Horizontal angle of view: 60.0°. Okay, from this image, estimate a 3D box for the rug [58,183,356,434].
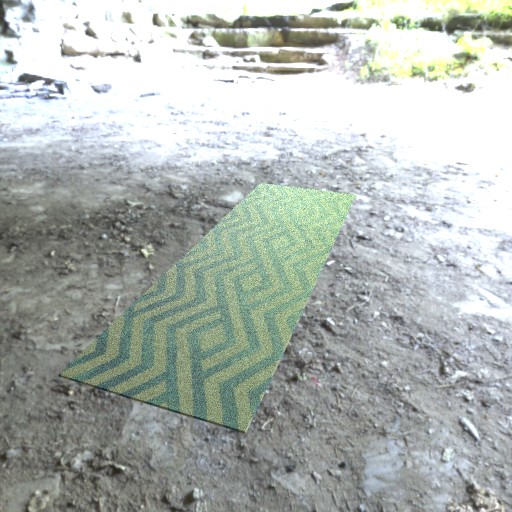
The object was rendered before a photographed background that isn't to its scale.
[{"bbox_3d":[0.000,0.000,1.639,0.503,0.007,1.492,10,31,18],"label":"rug"}]
